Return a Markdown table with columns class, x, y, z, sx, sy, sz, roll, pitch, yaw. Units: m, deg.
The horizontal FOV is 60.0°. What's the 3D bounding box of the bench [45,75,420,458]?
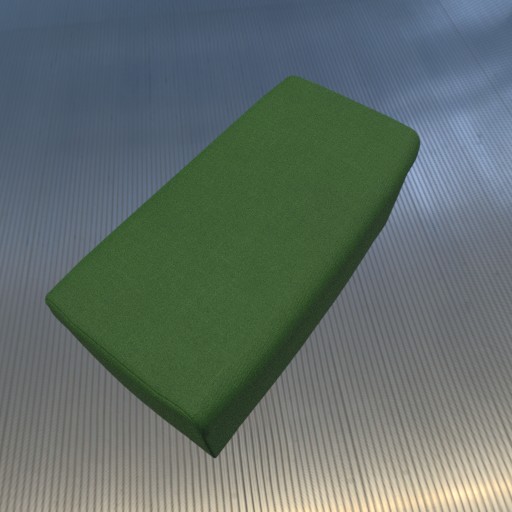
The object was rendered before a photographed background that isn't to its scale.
| class | x | y | z | sx | sy | sz | roll | pitch | yaw |
| --- | --- | --- | --- | --- | --- | --- | --- | --- | --- |
| bench | 0.000 | 0.000 | 1.290 | 0.505 | 0.501 | 0.989 | 32 | 64 | 18 |
